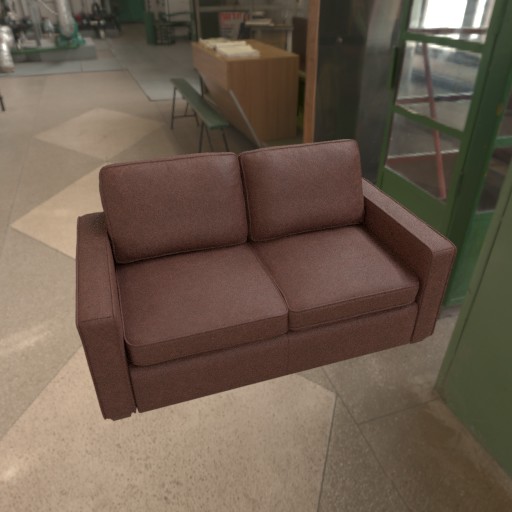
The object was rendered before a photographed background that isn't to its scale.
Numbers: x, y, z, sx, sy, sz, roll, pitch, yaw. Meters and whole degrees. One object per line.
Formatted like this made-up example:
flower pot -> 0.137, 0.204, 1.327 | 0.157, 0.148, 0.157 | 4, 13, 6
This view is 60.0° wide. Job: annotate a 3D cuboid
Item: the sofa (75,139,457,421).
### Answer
sofa -> 0.000, 0.000, 2.278 | 1.709, 0.918, 0.947 | -10, 34, -15
